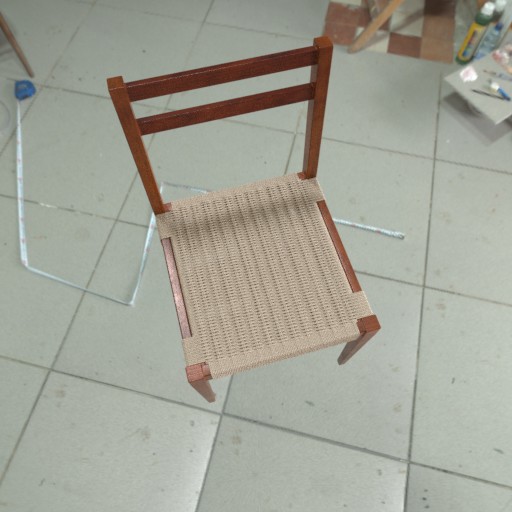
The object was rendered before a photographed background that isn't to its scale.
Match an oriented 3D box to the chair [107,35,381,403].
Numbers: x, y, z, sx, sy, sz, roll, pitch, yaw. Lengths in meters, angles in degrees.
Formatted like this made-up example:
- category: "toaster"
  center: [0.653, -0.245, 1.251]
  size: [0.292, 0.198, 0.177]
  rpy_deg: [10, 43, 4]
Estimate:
- category: "chair"
  center: [0.000, 0.000, 1.213]
  size: [0.495, 0.851, 0.569]
  rpy_deg: [-14, 65, -7]
